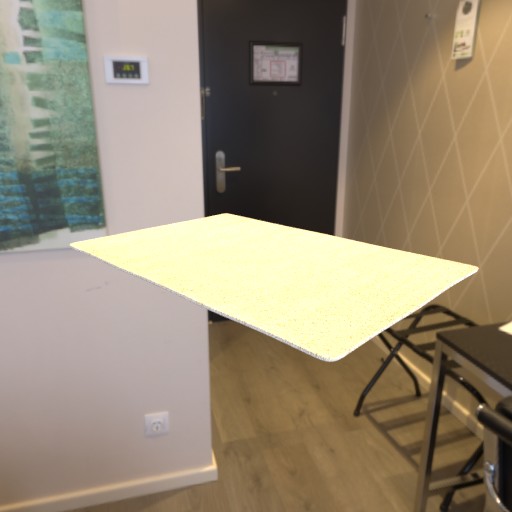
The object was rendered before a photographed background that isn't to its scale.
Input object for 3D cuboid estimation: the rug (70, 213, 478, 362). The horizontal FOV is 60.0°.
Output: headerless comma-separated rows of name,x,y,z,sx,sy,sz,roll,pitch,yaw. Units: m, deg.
rug,0.000,0.000,3.442,2.698,0.025,1.798,16,23,42
